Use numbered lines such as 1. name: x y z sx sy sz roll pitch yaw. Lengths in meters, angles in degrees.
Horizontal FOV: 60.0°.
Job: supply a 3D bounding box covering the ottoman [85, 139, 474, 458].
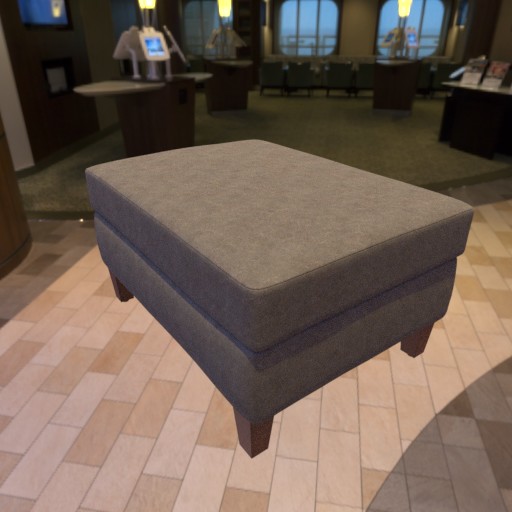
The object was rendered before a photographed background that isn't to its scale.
1. ottoman: 0.000 0.000 1.218 0.639 0.464 0.839 -18 33 -32
